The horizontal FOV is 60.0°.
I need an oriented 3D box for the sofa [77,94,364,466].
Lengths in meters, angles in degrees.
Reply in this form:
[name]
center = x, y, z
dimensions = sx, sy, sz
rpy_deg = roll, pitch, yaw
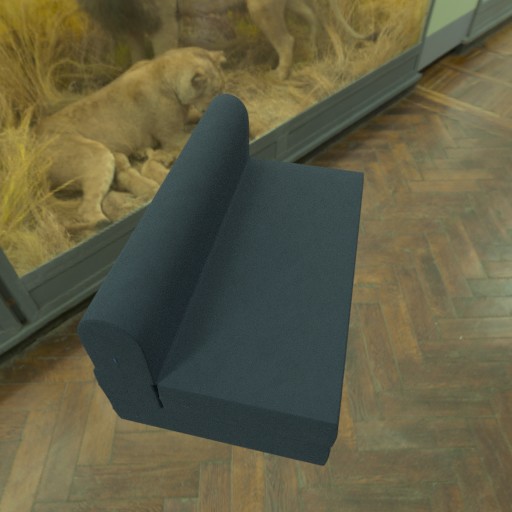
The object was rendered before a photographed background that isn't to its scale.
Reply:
[sofa]
center = 0.000, 0.000, 1.705
dimensions = 0.762, 0.660, 1.219
rpy_deg = 10, 48, 9
